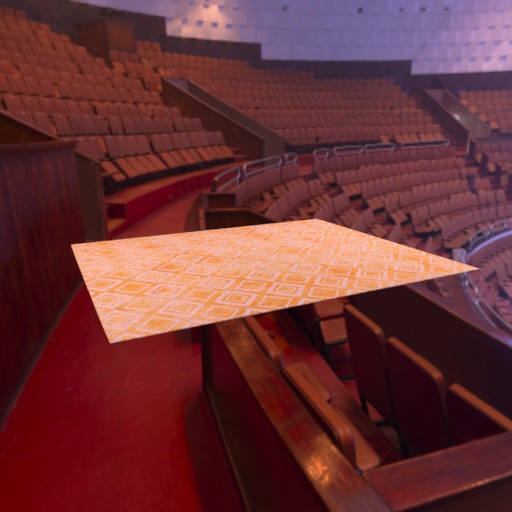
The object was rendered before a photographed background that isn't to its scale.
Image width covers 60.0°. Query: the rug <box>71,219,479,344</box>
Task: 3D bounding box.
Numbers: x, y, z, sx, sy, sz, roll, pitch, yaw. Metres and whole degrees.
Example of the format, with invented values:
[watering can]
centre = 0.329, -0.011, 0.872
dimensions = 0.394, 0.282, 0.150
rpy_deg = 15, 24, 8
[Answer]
[rug]
centre = 0.000, 0.000, 4.151
dimensions = 3.037, 0.011, 2.433
rpy_deg = -8, 18, -26
